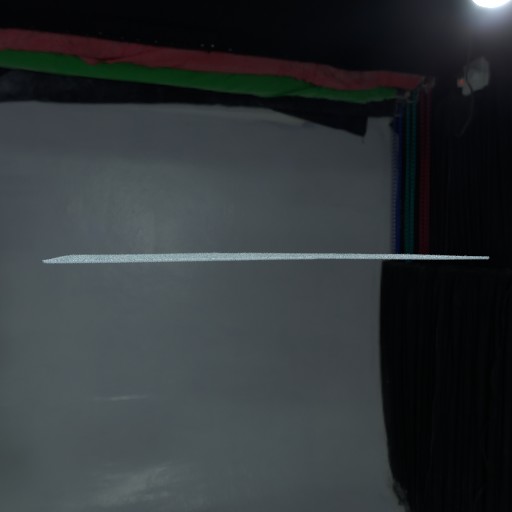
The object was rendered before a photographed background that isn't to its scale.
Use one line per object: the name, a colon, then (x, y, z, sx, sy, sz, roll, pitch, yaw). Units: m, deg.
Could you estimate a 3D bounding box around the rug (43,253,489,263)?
rug: (0.000, 0.000, 2.284, 1.853, 0.022, 1.174, 0, 1, -18)
